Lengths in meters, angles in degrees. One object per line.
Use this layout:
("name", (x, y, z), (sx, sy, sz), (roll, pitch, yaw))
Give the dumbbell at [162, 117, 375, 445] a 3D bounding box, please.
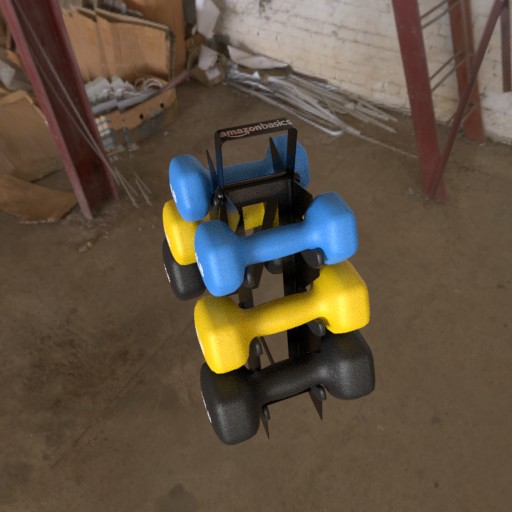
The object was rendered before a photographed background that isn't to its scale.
("dumbbell", (0.000, 0.000, 0.664), (0.255, 0.426, 0.409), (-15, 48, -13))
